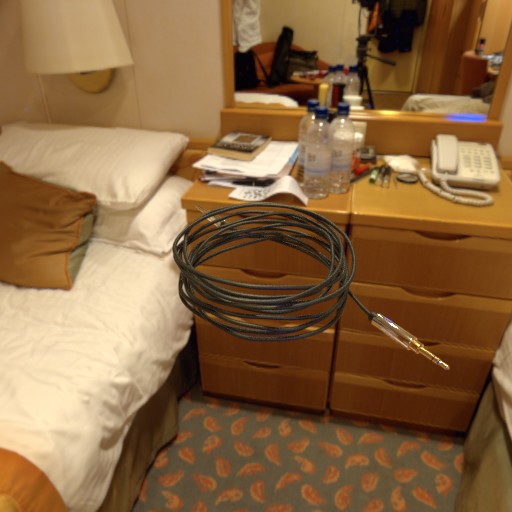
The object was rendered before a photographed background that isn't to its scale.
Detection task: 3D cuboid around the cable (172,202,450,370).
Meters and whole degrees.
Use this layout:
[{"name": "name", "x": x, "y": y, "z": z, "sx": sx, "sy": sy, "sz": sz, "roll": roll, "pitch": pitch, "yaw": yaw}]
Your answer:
[{"name": "cable", "x": 0.000, "y": 0.000, "z": 0.496, "sx": 0.198, "sy": 0.069, "sz": 0.432, "roll": -19, "pitch": 35, "yaw": -29}]
